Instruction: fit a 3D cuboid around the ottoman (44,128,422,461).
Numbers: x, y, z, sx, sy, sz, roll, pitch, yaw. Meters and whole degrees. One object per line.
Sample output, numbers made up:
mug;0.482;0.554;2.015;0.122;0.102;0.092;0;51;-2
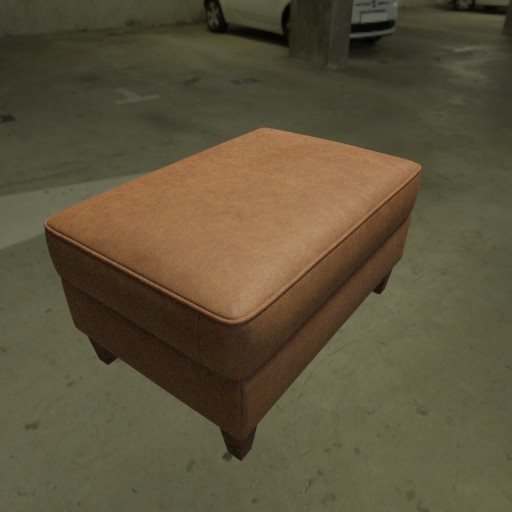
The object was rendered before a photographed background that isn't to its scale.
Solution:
ottoman;0.000;0.000;1.199;0.584;0.483;0.864;23;40;30
